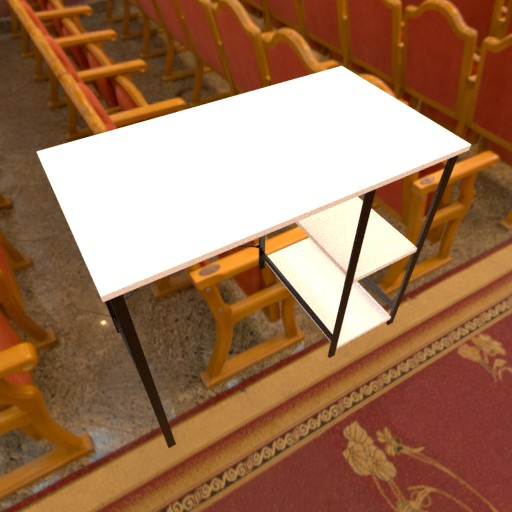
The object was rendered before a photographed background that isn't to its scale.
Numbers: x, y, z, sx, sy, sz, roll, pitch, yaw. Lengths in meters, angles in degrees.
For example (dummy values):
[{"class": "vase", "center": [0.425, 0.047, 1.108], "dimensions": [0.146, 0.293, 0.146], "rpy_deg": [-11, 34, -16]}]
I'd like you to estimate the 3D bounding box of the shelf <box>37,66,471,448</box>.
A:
[{"class": "shelf", "center": [0.000, 0.000, 1.324], "dimensions": [0.902, 0.750, 0.498], "rpy_deg": [-23, 51, -20]}]
